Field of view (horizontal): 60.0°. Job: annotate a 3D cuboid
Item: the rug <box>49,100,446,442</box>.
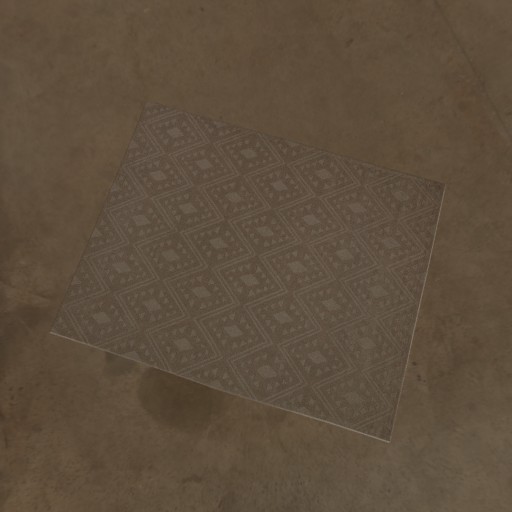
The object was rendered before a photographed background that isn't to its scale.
[{"bbox_3d":[0.000,0.000,4.006,3.011,0.054,2.399,17,76,4],"label":"rug"}]
